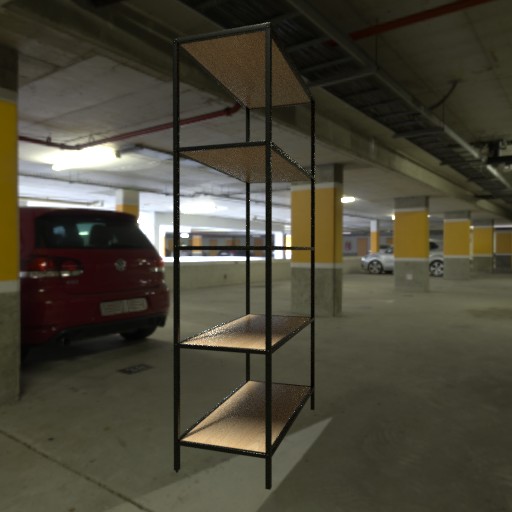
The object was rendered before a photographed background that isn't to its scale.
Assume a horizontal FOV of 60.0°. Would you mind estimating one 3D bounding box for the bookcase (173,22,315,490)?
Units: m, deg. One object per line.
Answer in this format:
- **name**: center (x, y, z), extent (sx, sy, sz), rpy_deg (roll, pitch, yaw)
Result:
- **bookcase**: center (0.000, 0.000, 1.841), extent (0.350, 1.500, 0.770), rpy_deg (0, 1, 18)
